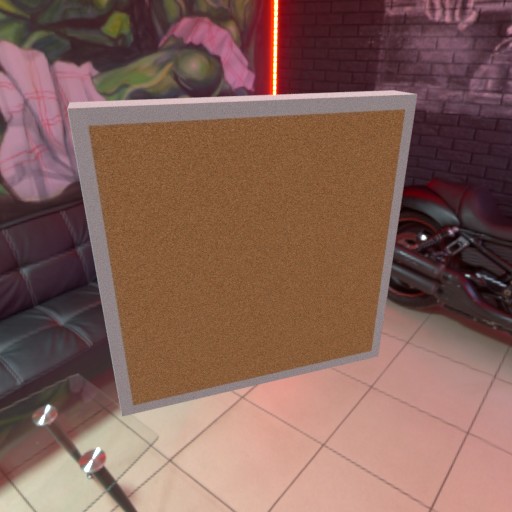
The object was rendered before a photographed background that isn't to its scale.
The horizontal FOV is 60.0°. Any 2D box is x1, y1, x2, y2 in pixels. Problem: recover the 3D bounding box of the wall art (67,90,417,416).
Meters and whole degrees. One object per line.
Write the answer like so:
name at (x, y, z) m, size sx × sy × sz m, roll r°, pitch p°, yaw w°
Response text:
wall art at (0.000, 0.000, 0.451) m, size 0.305 × 0.305 × 0.038 m, roll -8°, pitch 27°, yaw -17°
